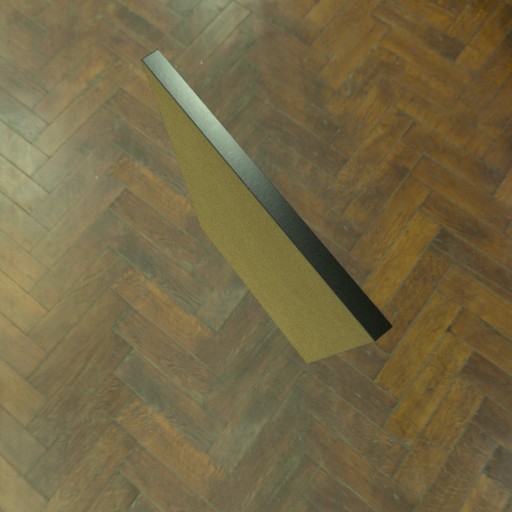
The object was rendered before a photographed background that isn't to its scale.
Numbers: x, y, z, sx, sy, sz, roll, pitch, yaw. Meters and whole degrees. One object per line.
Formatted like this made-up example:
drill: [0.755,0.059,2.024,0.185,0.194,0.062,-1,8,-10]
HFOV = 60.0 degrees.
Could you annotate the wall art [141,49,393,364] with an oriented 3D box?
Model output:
wall art: [0.000,0.000,0.584,0.019,0.455,0.314,-37,77,-10]
